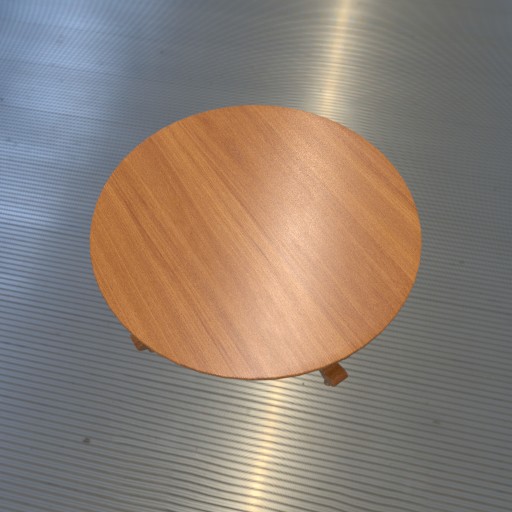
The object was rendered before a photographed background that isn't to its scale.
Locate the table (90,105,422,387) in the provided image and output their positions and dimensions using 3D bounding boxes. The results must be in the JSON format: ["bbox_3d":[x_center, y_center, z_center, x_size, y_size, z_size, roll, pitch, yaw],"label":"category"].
[{"bbox_3d":[0.000,0.000,1.599,1.029,0.490,1.029,0,59,0],"label":"table"}]
